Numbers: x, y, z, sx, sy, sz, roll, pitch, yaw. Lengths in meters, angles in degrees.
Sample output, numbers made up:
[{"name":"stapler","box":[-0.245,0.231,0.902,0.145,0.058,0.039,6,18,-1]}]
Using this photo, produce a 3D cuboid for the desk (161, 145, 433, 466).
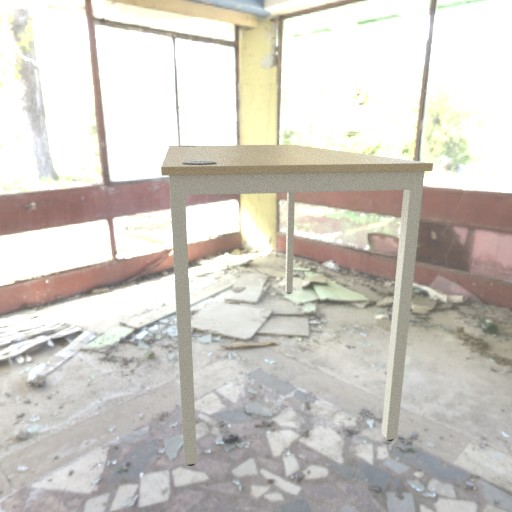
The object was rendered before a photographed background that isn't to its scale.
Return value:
[{"name":"desk","box":[0.000,0.000,1.617,0.600,0.750,1.200,-3,16,-10]}]
